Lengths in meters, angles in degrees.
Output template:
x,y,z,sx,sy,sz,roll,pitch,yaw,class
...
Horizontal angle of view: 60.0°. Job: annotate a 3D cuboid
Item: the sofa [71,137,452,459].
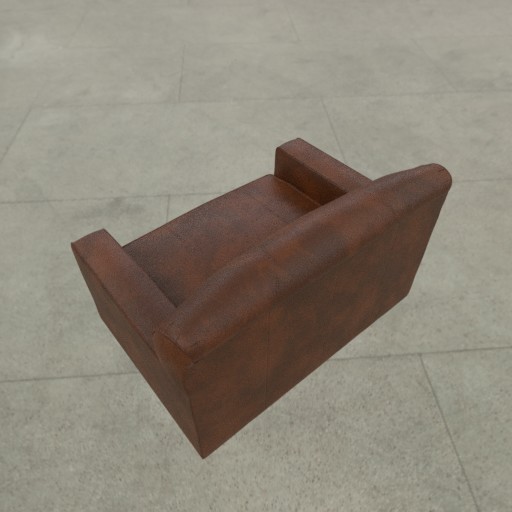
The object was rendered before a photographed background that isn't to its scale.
x,y,z,sx,sy,sz,roll,pitch,yaw,class
0.000,0.000,2.105,1.413,0.956,1.000,-31,53,-26,sofa
